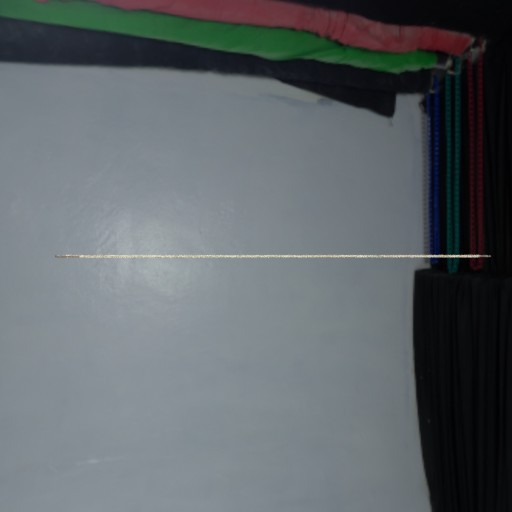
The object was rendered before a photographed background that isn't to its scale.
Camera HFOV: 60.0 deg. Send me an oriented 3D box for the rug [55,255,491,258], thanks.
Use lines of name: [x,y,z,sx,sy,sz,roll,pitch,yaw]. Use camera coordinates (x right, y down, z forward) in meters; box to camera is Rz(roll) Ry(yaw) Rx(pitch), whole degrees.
rug: [0.000,0.000,2.248,1.726,0.009,1.278,0,0,-18]
